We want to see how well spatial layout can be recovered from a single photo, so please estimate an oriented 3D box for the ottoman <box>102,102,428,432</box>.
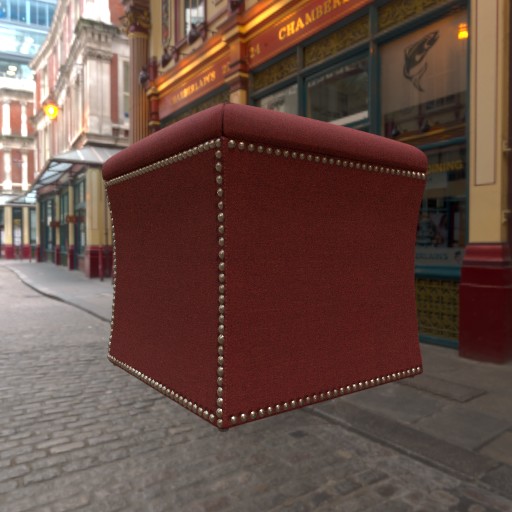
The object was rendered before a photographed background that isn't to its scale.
[{"bbox_3d":[0.000,0.000,0.915,0.497,0.475,0.507,-1,1,-36],"label":"ottoman"}]
